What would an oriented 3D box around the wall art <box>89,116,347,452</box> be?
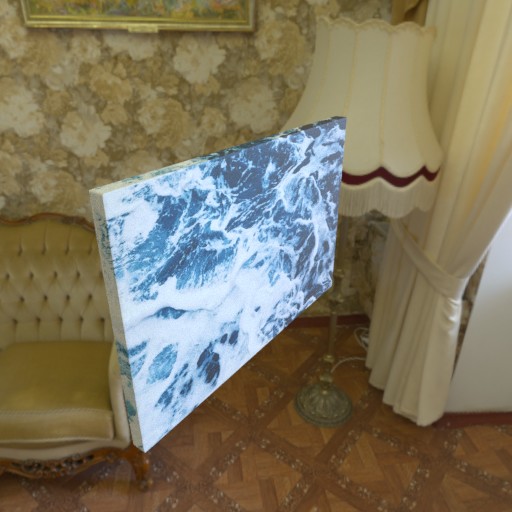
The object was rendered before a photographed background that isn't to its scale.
[{"bbox_3d":[0.000,0.000,1.199,0.042,0.610,0.915,18,32,31],"label":"wall art"}]
